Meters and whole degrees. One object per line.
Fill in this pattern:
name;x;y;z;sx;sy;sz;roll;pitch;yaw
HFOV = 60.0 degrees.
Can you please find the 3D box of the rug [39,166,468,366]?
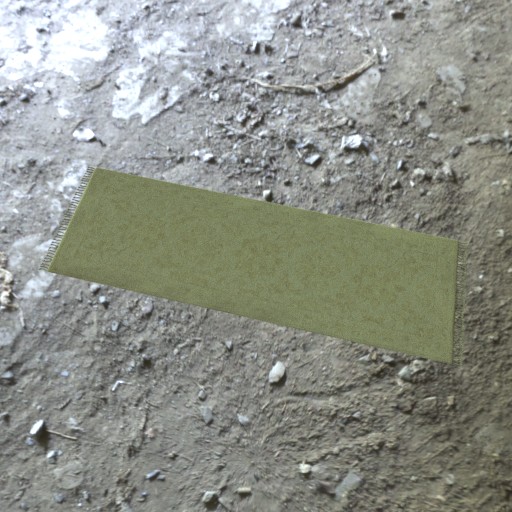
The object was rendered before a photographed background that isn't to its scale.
rug;0.000;0.000;2.751;2.544;0.015;0.795;12;66;6
